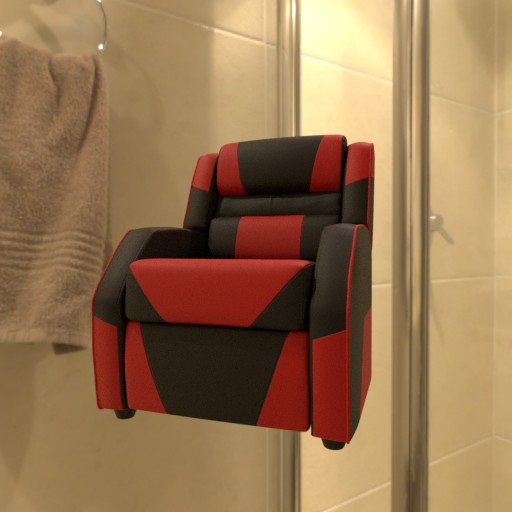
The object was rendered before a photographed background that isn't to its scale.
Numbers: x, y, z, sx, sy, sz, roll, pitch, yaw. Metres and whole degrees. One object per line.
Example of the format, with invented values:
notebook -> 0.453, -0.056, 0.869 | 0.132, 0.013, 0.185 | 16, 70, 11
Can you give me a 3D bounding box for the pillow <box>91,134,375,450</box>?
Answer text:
pillow -> 0.000, 0.000, 1.265 | 0.620, 0.805, 0.672 | 0, 1, 19
